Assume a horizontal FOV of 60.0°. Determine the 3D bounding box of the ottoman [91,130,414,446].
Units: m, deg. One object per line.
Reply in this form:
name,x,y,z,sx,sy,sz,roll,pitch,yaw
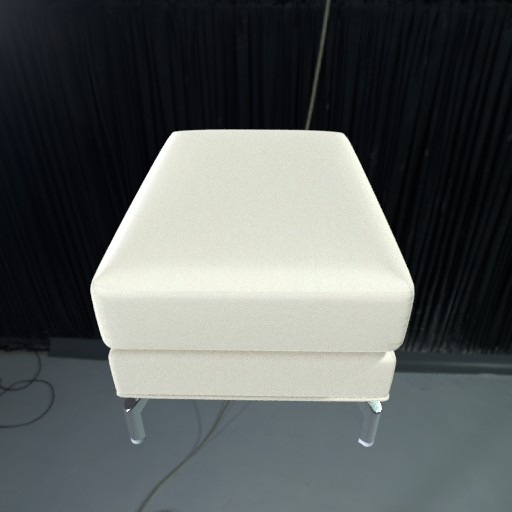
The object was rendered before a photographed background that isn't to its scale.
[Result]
ottoman,0.000,0.000,1.209,0.581,0.497,0.835,1,33,1
